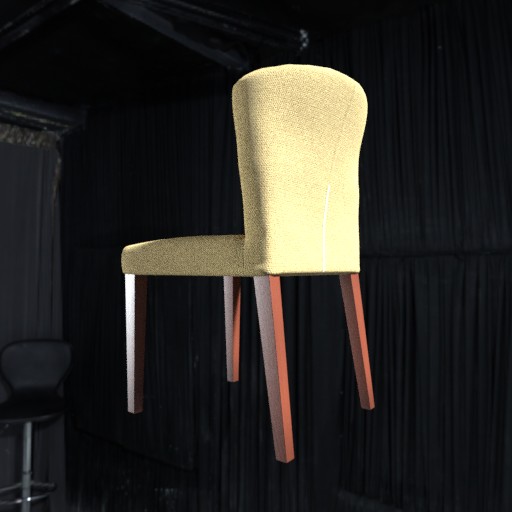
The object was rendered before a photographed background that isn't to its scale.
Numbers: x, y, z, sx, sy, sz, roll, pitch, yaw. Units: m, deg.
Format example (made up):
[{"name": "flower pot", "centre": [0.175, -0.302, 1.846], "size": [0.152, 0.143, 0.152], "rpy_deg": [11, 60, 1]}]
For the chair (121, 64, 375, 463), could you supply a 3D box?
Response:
[{"name": "chair", "centre": [0.000, 0.000, 1.212], "size": [0.589, 0.839, 0.491], "rpy_deg": [-1, -2, 37]}]
